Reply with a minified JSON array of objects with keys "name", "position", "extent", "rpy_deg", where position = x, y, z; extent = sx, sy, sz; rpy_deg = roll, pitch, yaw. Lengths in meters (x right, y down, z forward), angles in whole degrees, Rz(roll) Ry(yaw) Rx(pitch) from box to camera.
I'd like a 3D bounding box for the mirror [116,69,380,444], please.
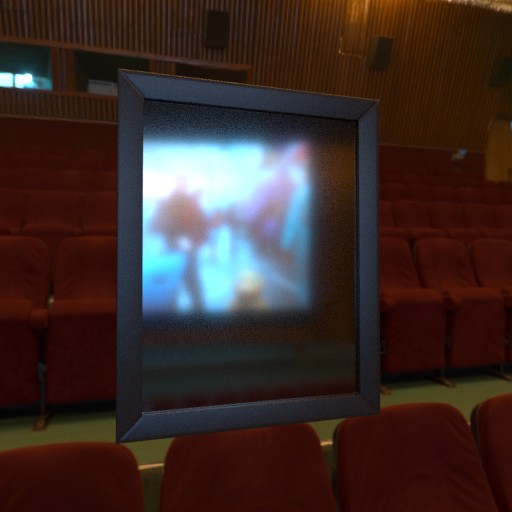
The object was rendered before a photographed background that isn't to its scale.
[{"name":"mirror","position":[0.000,0.000,0.676],"extent":[0.405,0.508,0.041],"rpy_deg":[0,-1,-17]}]
